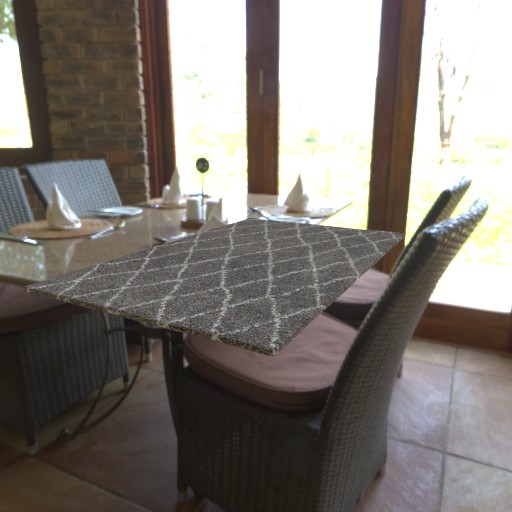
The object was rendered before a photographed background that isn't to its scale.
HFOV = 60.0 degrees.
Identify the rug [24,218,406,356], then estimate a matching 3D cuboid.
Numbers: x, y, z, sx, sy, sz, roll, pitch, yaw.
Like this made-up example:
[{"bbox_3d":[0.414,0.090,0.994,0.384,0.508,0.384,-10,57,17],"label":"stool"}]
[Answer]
[{"bbox_3d":[0.000,0.000,3.053,1.524,0.030,2.438,8,17,28],"label":"rug"}]
